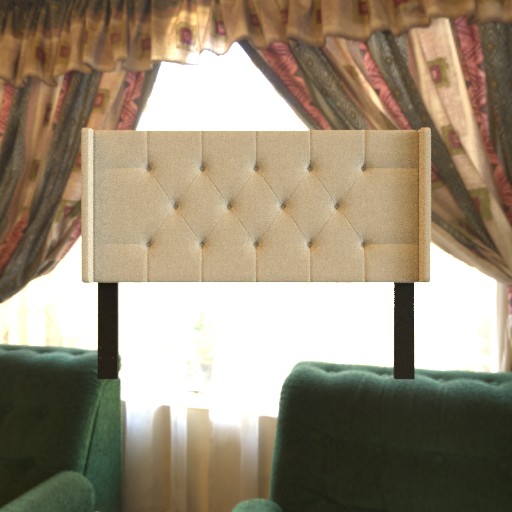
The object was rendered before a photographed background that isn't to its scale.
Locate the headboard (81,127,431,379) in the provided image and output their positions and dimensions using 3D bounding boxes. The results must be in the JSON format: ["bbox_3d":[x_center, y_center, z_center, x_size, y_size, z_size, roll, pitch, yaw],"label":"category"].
[{"bbox_3d":[0.000,0.000,2.684,2.051,1.524,0.184,0,0,0],"label":"headboard"}]
